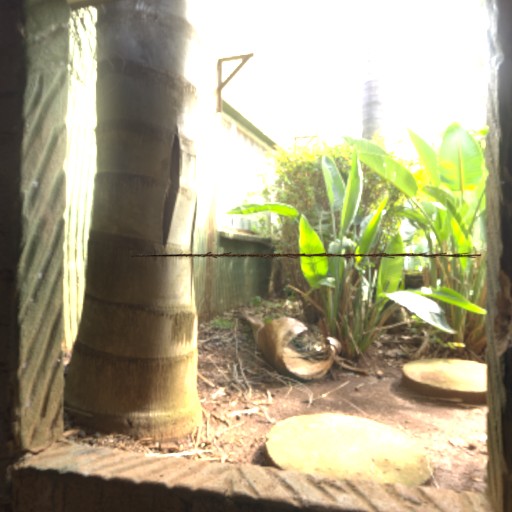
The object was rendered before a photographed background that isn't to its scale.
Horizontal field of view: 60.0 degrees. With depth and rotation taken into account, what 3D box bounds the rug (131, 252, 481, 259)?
[{"bbox_3d":[0.000,0.000,2.526,1.224,0.027,2.021,0,0,-20],"label":"rug"}]
